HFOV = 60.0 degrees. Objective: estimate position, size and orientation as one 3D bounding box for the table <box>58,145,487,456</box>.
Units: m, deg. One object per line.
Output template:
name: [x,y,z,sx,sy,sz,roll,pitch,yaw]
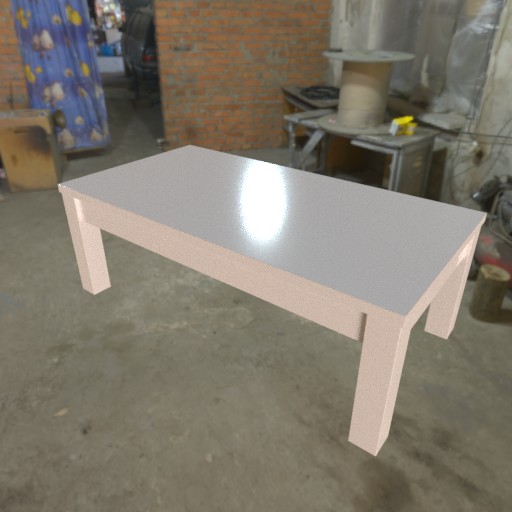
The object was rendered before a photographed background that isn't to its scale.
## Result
table: [0.000,0.000,1.667,1.350,0.470,0.700,21,35,32]
